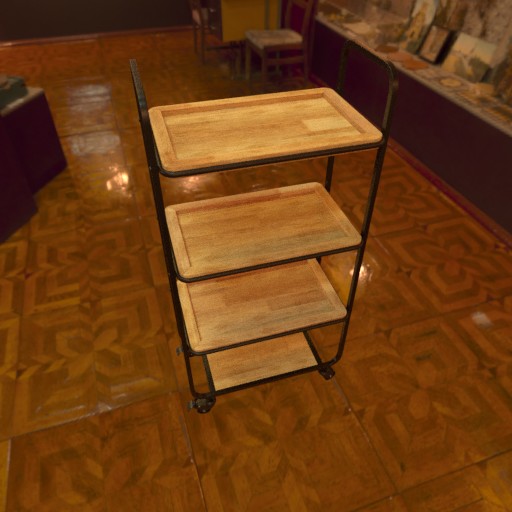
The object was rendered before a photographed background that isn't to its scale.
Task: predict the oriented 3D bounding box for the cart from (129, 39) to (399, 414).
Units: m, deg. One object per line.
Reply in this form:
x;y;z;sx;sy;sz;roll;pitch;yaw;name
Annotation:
0.000;0.000;1.279;0.545;1.080;0.321;-11;42;-12;cart
